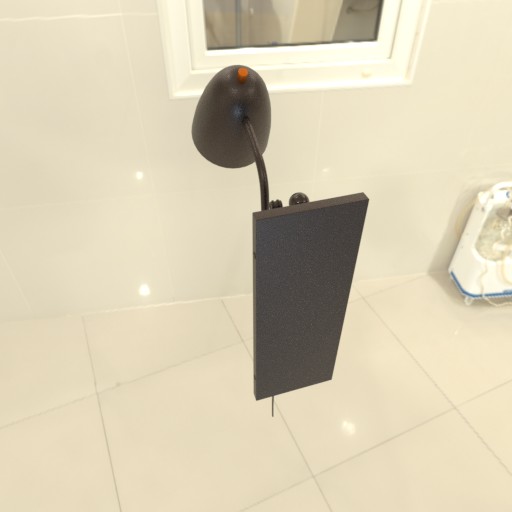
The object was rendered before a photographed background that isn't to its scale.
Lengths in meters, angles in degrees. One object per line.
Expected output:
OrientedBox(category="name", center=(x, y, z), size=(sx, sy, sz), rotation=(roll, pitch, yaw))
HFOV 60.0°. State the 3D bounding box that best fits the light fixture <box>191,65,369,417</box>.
OrientedBox(category="light fixture", center=(0.000, 0.000, 0.928), size=(0.162, 0.715, 0.499), rotation=(-12, 44, -13))
